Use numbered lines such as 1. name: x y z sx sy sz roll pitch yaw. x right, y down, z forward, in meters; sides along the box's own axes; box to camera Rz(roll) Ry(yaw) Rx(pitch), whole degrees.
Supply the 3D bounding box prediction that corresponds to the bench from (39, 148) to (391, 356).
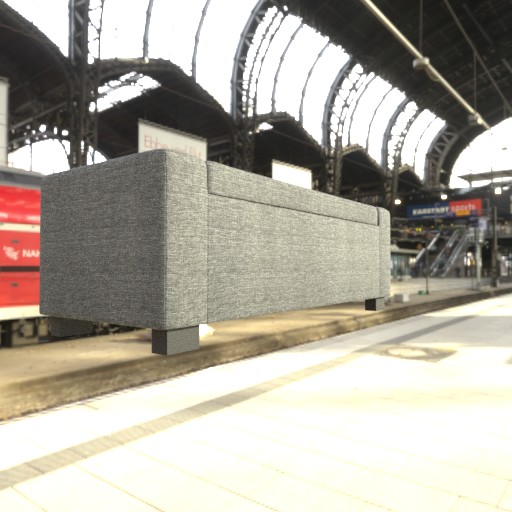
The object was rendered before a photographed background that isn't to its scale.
1. bench: 0.000 0.000 1.562 0.508 0.445 1.296 -1 -2 37
